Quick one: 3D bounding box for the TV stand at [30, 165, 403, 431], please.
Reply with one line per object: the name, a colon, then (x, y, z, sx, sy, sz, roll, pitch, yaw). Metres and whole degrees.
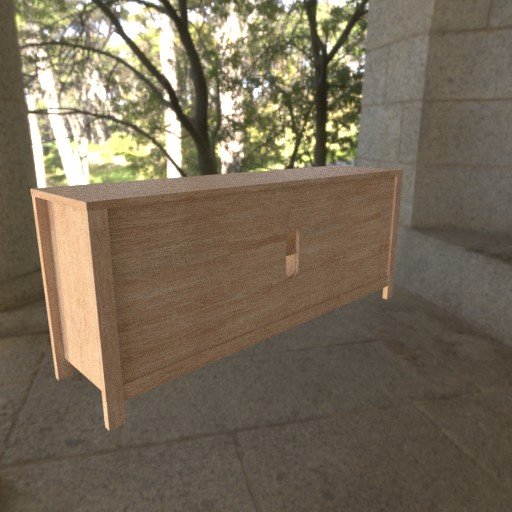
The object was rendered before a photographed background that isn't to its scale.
TV stand: (0.000, 0.000, 1.723, 1.466, 0.610, 0.398, -14, 21, -42)
